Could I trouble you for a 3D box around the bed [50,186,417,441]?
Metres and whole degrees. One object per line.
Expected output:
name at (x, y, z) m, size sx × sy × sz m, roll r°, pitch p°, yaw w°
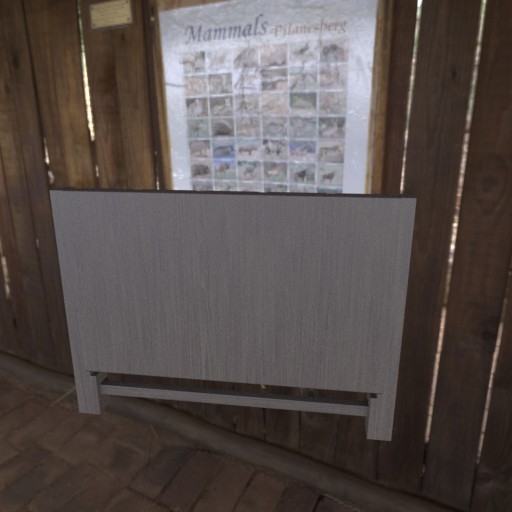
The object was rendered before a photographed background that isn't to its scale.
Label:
bed at (0.000, 0.000, 3.296) m, size 1.727 × 1.270 × 2.242 m, roll 2°, pitch 17°, yaw 8°
